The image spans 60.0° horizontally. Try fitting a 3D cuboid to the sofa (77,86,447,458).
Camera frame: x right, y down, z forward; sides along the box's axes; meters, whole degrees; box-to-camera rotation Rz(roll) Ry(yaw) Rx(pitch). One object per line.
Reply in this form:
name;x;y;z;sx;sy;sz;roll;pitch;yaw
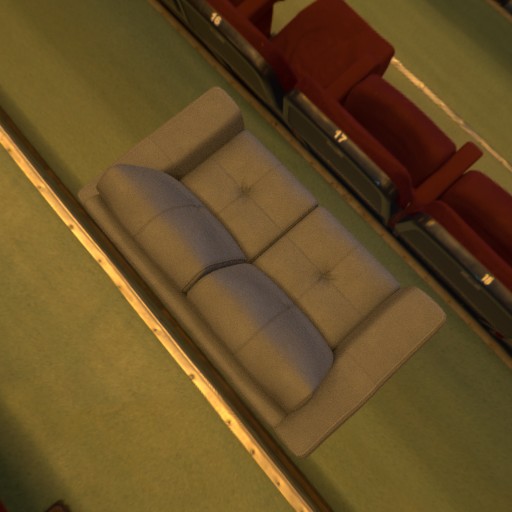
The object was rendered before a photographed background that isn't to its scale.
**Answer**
sofa;0.000;0.000;2.346;1.018;0.907;1.806;-41;79;-10
